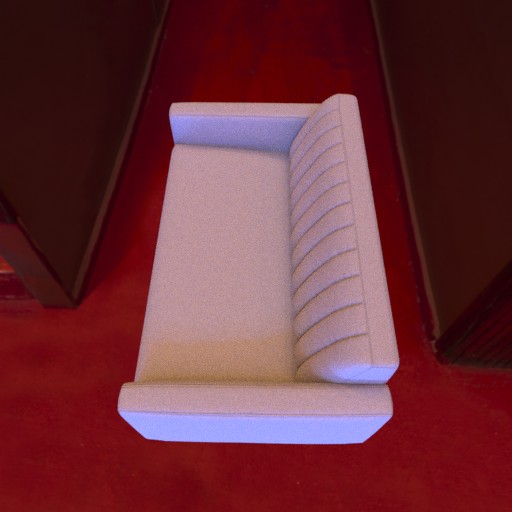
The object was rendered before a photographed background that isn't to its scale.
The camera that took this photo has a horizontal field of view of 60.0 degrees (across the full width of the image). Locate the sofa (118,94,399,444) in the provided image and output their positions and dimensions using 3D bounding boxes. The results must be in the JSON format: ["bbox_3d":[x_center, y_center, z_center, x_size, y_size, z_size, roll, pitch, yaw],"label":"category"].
[{"bbox_3d":[0.000,0.000,2.090,0.950,0.801,1.585,1,58,0],"label":"sofa"}]
